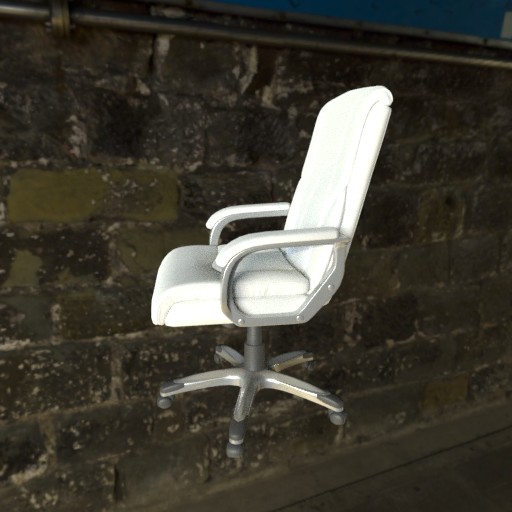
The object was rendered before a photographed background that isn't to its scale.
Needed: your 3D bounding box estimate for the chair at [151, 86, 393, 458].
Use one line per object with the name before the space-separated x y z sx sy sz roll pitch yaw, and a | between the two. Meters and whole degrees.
chair | 0.000 0.000 1.564 0.738 1.120 0.687 -2 14 -9
